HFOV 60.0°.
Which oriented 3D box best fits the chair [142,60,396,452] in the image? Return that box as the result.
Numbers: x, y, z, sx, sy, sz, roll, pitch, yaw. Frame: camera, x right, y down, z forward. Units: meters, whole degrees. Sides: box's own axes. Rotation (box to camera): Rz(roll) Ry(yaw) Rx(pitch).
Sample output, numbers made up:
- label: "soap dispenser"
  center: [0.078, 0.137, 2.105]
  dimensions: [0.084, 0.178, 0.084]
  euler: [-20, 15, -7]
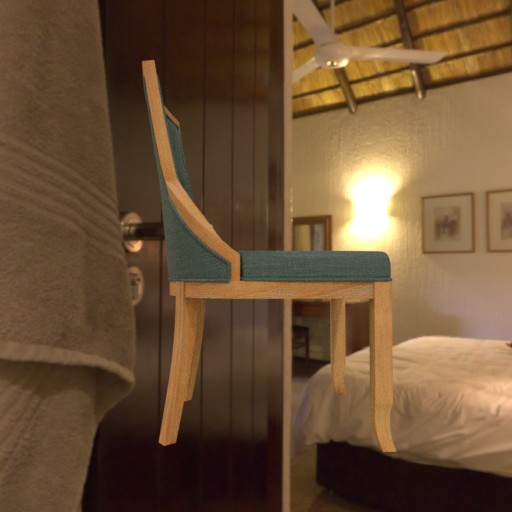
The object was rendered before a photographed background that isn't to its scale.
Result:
- label: "chair"
  center: [0.000, 0.000, 1.308]
  dimensions: [0.641, 0.947, 0.524]
  euler: [0, -2, -2]
